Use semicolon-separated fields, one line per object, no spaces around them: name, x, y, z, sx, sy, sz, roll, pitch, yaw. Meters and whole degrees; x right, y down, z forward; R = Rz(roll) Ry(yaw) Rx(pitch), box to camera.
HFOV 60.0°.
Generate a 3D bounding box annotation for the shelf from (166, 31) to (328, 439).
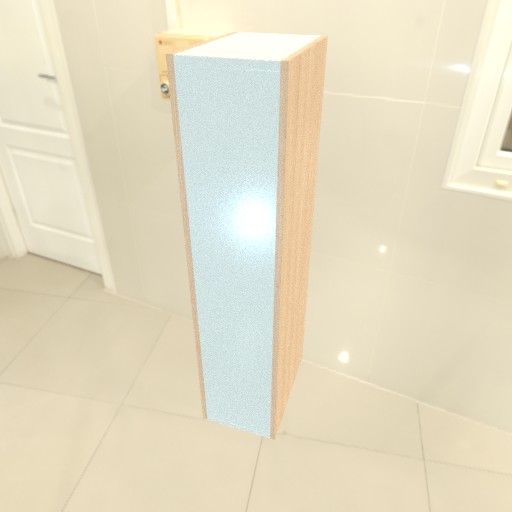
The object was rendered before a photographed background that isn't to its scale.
shelf;0.000;0.000;1.012;0.197;0.882;0.290;10;35;15
